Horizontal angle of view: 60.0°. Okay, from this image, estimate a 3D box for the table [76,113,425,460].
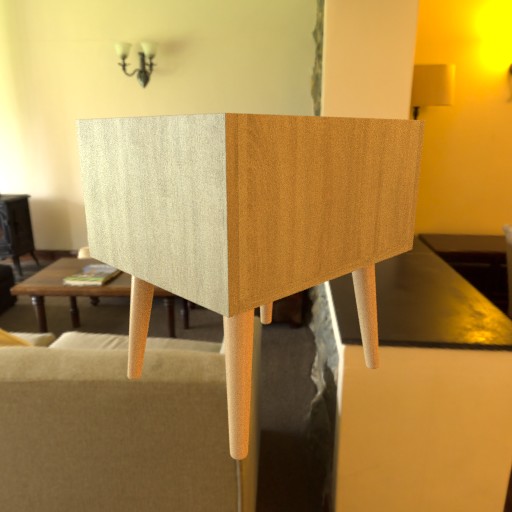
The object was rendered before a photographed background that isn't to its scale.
[{"bbox_3d":[0.000,0.000,0.801,0.450,0.470,0.370,-15,21,-42],"label":"table"}]
